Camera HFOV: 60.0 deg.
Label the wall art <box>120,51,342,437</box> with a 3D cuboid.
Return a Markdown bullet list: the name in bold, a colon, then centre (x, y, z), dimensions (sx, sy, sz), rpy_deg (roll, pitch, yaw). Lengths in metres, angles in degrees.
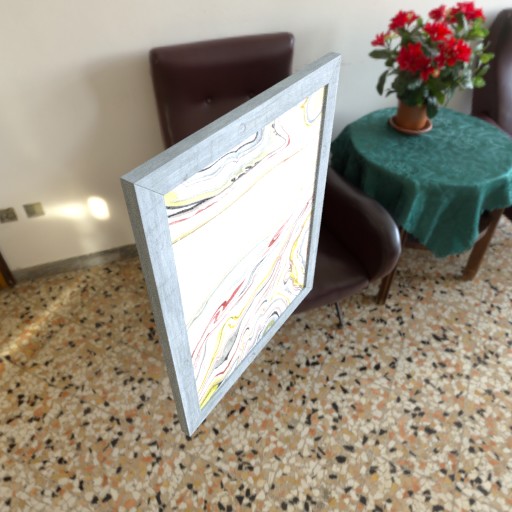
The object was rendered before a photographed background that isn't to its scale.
- **wall art**: centre (0.000, 0.000, 0.810), dimensions (0.022, 0.582, 0.479), rpy_deg (25, 48, 25)
